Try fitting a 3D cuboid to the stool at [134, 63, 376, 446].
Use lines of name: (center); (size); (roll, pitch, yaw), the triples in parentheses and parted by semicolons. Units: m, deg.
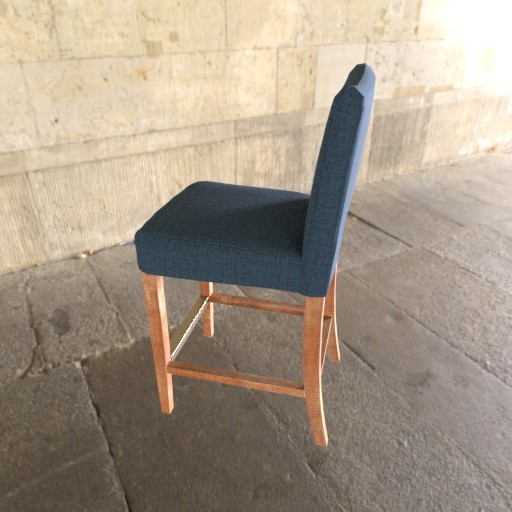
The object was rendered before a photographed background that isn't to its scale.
stool: (0.000, 0.000, 1.328); (0.567, 1.039, 0.454); (8, 31, 13)
